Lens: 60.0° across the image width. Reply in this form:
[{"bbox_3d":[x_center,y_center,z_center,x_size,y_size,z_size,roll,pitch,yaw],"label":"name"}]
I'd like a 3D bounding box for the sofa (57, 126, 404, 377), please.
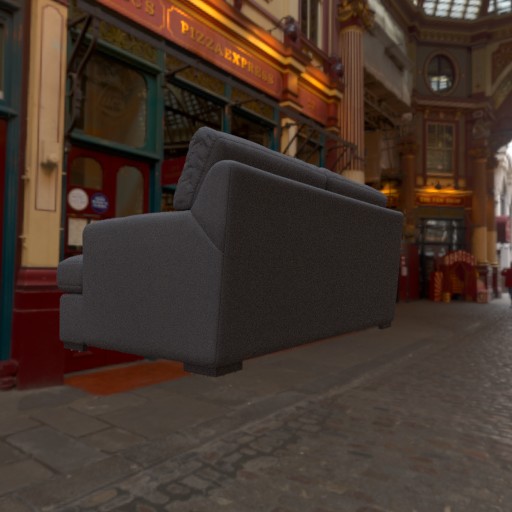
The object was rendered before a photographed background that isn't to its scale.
[{"bbox_3d":[0.000,0.000,2.572,1.143,0.940,1.880,-1,-2,37],"label":"sofa"}]
